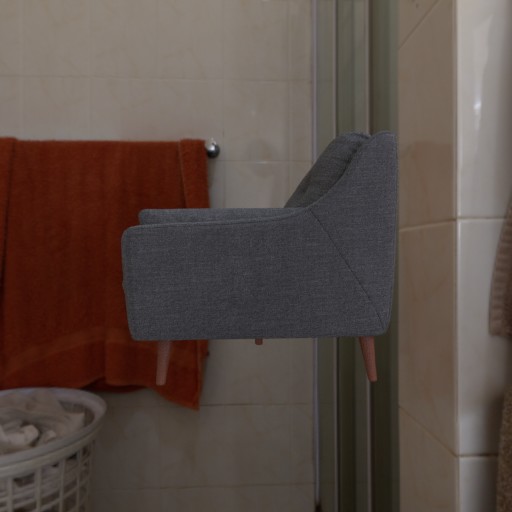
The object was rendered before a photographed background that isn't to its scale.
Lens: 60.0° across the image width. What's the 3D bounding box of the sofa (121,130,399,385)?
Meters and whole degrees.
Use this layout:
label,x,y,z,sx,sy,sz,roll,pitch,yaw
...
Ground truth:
label,x,y,z,sx,sy,sz,roll,pitch,yaw
sofa,0.000,0.000,2.207,0.976,0.887,1.646,0,0,-1
